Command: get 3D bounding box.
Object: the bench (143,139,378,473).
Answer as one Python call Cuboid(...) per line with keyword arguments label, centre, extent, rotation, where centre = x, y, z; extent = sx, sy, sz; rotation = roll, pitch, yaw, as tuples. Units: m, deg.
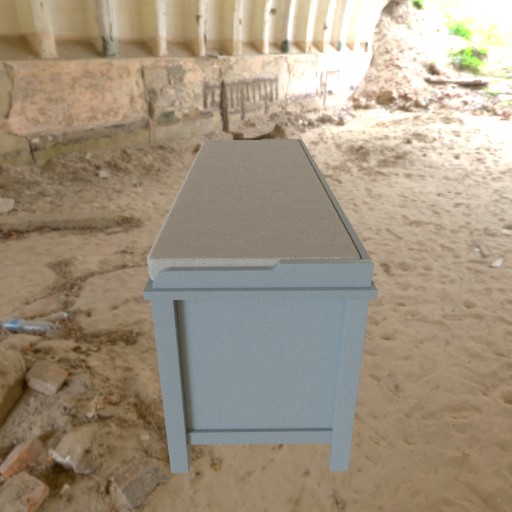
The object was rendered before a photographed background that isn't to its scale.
Cuboid(label="bench", centre=(0.000, 0.000, 1.352), extent=(0.398, 0.501, 1.140), rotation=(0, 25, -1))
